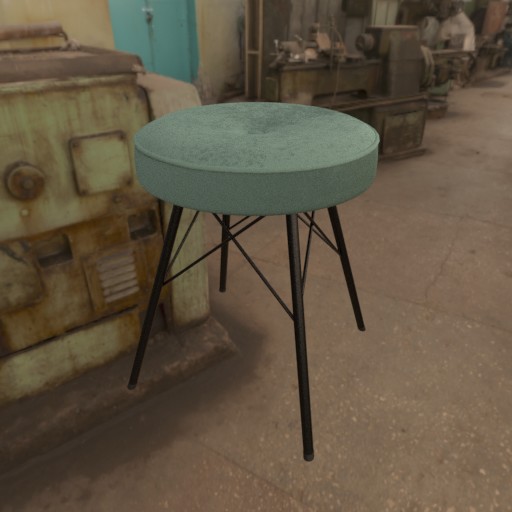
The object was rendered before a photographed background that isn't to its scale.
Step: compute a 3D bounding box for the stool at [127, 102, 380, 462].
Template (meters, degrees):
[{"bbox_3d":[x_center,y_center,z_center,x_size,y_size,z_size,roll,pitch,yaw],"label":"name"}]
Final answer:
[{"bbox_3d":[0.000,0.000,0.869,0.457,0.519,0.458,18,35,29],"label":"stool"}]
